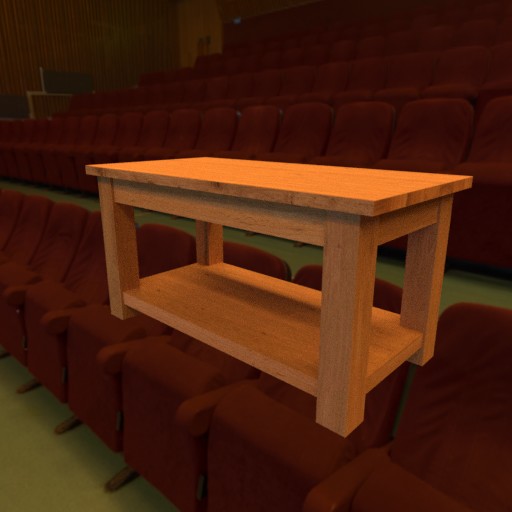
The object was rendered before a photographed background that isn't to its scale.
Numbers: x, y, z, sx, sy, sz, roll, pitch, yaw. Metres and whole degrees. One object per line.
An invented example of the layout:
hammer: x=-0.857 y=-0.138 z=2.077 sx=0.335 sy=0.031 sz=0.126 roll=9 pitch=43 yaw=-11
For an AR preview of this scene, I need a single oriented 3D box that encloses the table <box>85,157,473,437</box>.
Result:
table: x=0.000 y=0.000 z=1.184 sx=0.899 sy=0.452 sz=0.450 roll=15 pitch=22 yaw=41
